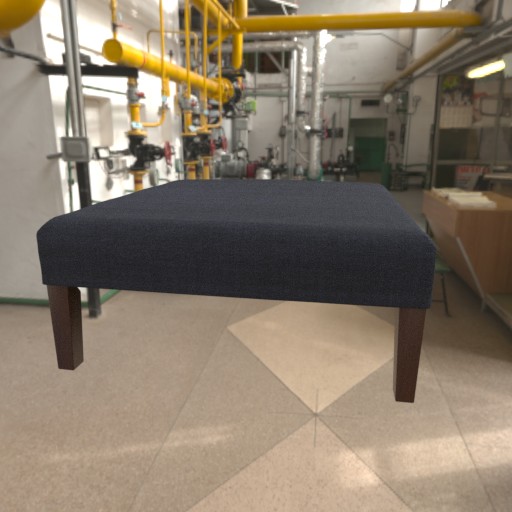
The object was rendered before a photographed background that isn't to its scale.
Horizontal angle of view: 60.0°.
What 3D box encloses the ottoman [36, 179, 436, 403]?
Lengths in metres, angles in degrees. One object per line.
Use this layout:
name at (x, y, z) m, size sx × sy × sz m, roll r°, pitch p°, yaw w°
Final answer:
ottoman at (0.000, 0.000, 1.410) m, size 0.890 × 0.411 × 0.889 m, roll 3°, pitch 16°, yaw 9°
